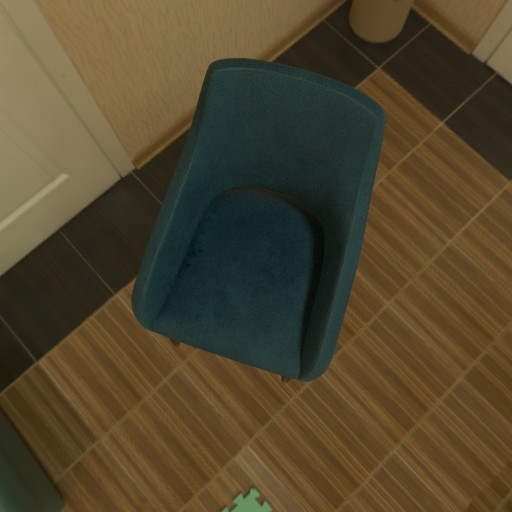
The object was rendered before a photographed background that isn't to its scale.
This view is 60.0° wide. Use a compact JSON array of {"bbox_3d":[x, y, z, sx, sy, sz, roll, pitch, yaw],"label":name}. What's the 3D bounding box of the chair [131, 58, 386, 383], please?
[{"bbox_3d":[0.000,0.000,1.590,0.683,1.081,0.794,17,77,4],"label":"chair"}]
